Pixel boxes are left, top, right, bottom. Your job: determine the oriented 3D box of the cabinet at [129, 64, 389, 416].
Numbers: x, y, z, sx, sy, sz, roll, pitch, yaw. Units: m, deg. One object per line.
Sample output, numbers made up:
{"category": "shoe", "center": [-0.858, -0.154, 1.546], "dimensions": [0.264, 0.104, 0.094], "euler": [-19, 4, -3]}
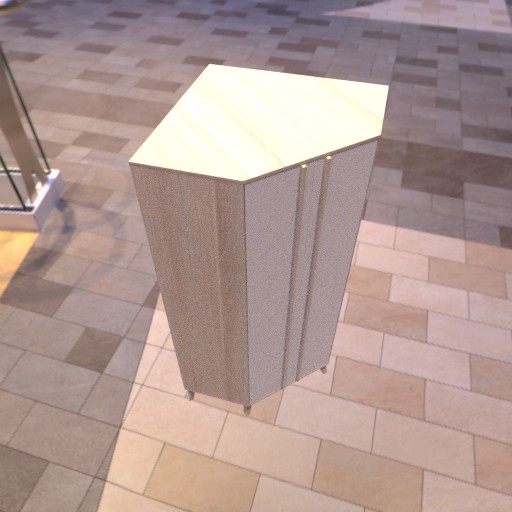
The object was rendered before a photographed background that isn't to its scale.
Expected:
{"category": "cabinet", "center": [0.000, 0.000, 2.682], "dimensions": [1.272, 1.957, 0.969], "euler": [-22, 50, -20]}
